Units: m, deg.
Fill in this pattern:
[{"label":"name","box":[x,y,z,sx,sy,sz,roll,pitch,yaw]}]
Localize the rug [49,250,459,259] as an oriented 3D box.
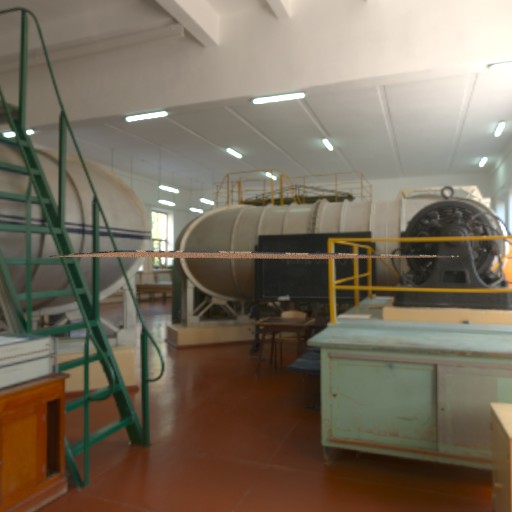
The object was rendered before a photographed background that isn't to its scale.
[{"label":"rug","box":[0.000,0.000,2.250,1.755,0.010,1.153,1,-1,-34]}]
